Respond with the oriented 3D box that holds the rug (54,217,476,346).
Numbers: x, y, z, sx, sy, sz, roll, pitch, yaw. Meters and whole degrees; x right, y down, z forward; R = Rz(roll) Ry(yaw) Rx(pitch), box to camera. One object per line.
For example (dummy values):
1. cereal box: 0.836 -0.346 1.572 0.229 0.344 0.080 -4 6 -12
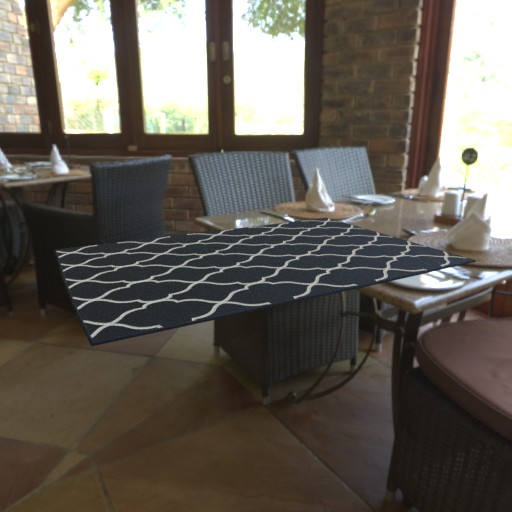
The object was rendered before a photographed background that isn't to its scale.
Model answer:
1. rug: 0.000 0.000 2.853 2.290 0.014 1.526 -9 19 -27
